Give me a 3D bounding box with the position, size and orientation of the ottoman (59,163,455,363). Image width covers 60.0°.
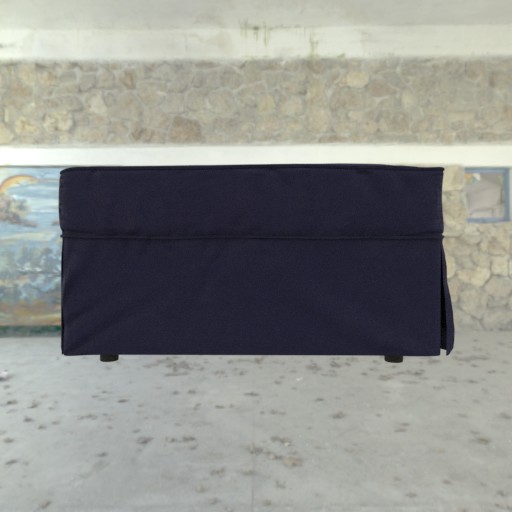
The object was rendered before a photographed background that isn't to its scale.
[{"bbox_3d":[0.000,0.000,1.316,0.938,0.503,0.637,0,0,1],"label":"ottoman"}]
